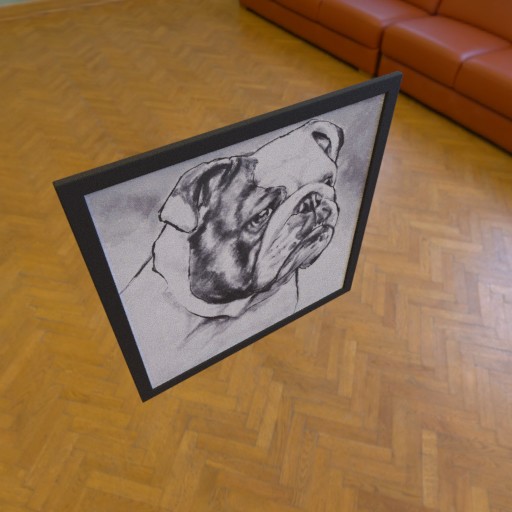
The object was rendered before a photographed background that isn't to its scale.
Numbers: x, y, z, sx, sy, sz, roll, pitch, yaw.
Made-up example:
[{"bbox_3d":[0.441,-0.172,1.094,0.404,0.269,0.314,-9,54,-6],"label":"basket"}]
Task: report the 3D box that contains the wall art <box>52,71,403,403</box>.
[{"bbox_3d":[0.000,0.000,0.824,0.562,0.558,0.012,-25,51,-22],"label":"wall art"}]
